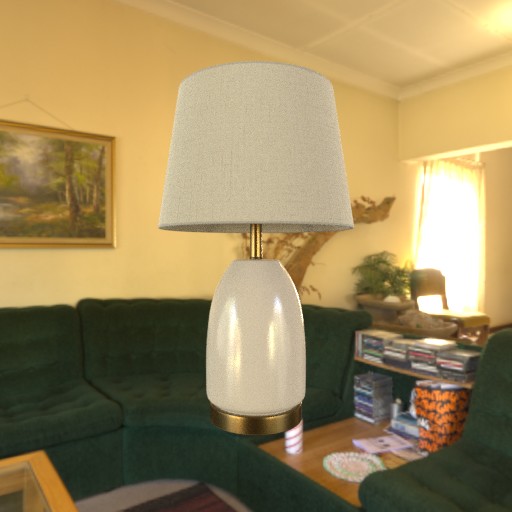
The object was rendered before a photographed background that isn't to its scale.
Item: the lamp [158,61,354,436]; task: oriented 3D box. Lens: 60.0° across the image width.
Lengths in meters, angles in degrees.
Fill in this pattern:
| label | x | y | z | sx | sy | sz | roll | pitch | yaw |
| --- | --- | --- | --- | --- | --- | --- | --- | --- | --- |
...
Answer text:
| label | x | y | z | sx | sy | sz | roll | pitch | yaw |
| --- | --- | --- | --- | --- | --- | --- | --- | --- | --- |
| lamp | 0.000 | 0.000 | 0.661 | 0.285 | 0.483 | 0.285 | 0 | 1 | 0 |
